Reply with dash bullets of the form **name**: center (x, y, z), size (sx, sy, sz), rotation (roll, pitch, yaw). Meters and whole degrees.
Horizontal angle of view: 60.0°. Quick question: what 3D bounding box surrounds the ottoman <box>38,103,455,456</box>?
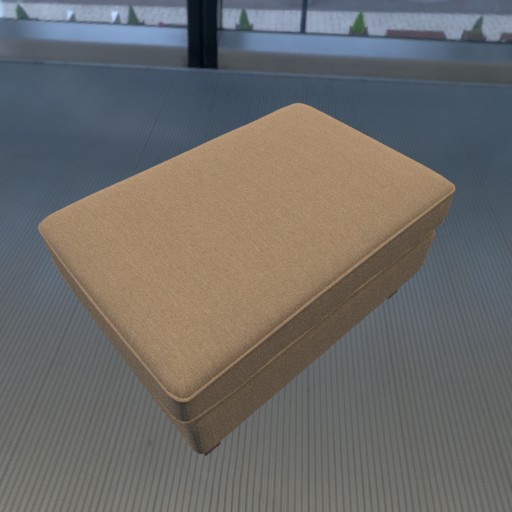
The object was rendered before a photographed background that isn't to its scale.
- **ottoman**: center (0.000, 0.000, 1.281), size (0.945, 0.521, 0.636), rotation (-33, 55, -27)
